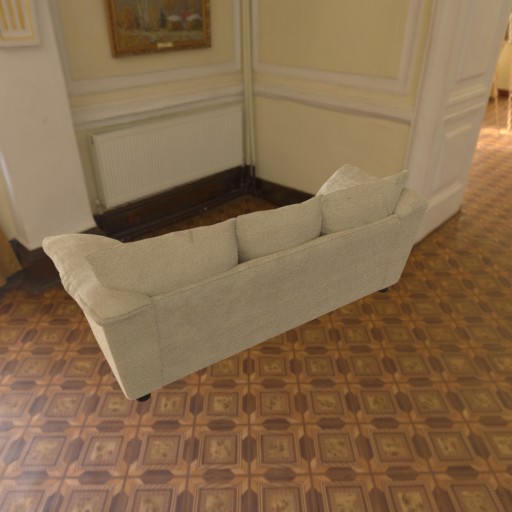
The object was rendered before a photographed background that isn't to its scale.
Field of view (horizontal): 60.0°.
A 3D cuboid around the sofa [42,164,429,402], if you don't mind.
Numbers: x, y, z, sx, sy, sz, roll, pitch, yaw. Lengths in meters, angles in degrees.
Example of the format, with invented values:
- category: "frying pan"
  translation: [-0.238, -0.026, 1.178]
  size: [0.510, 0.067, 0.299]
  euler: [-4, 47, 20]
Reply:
- category: "sofa"
  translation: [0.000, 0.000, 2.908]
  size: [2.377, 0.981, 0.893]
  euler: [-18, 35, -28]
